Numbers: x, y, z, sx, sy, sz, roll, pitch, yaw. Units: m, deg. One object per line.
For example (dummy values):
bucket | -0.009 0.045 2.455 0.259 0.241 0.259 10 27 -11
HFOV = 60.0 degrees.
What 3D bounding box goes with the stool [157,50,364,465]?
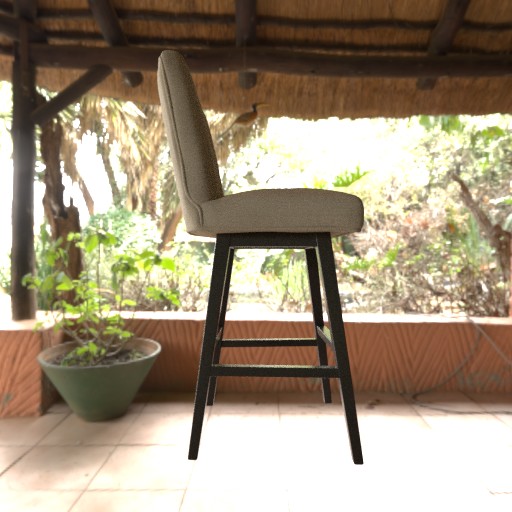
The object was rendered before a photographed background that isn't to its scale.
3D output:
stool | 0.000 0.000 1.402 0.574 1.086 0.514 0 0 0
